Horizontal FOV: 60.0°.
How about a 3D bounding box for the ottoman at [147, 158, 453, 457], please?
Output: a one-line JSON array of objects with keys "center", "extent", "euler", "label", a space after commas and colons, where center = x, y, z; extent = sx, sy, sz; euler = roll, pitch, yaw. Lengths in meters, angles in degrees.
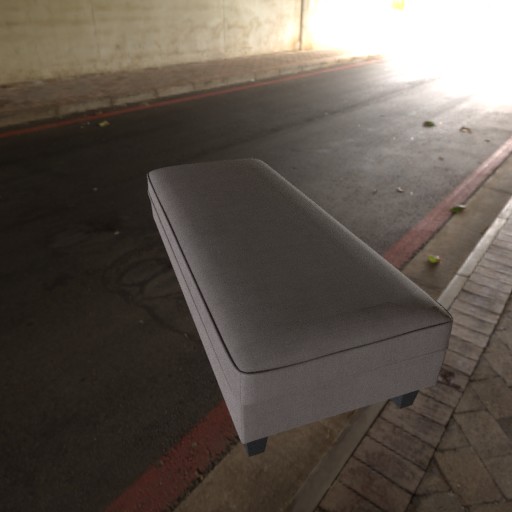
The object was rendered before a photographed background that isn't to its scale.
[{"center": [0.000, 0.000, 2.046], "extent": [0.751, 0.470, 1.764], "euler": [-10, 31, -17], "label": "ottoman"}]
